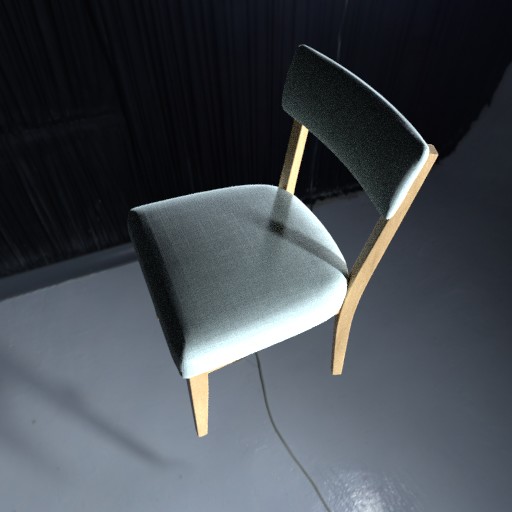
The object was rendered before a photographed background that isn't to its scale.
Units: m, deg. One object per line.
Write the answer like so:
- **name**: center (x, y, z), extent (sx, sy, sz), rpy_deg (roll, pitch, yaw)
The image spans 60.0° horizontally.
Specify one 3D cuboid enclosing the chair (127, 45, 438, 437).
- **chair**: center (0.000, 0.000, 1.157), extent (0.572, 0.832, 0.508), rpy_deg (-18, 50, -16)
